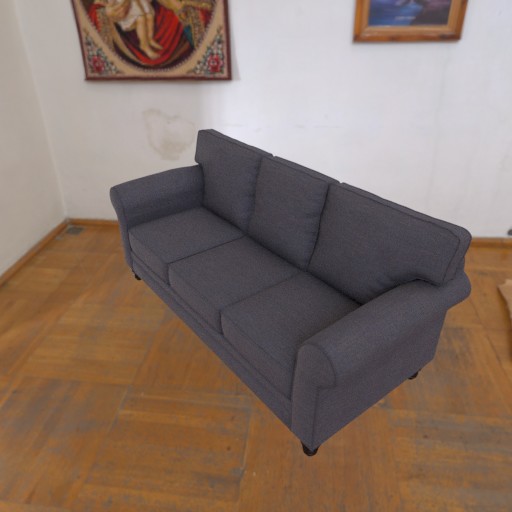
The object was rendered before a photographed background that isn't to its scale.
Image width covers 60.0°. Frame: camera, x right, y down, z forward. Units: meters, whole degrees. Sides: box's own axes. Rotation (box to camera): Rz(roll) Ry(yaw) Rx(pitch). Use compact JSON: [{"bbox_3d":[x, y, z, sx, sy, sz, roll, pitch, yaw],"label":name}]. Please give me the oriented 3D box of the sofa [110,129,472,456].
[{"bbox_3d":[0.000,0.000,2.556,0.909,0.966,2.084,-22,37,-32],"label":"sofa"}]
